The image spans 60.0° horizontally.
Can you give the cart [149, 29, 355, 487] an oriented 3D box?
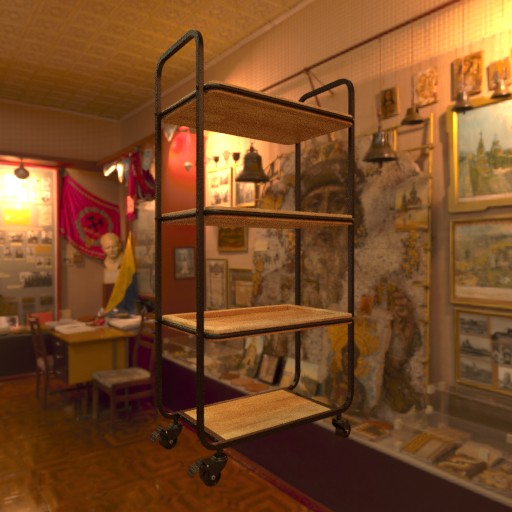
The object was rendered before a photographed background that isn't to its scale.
[{"bbox_3d":[0.000,0.000,1.273,0.545,1.080,0.321,0,1,-35],"label":"cart"}]
